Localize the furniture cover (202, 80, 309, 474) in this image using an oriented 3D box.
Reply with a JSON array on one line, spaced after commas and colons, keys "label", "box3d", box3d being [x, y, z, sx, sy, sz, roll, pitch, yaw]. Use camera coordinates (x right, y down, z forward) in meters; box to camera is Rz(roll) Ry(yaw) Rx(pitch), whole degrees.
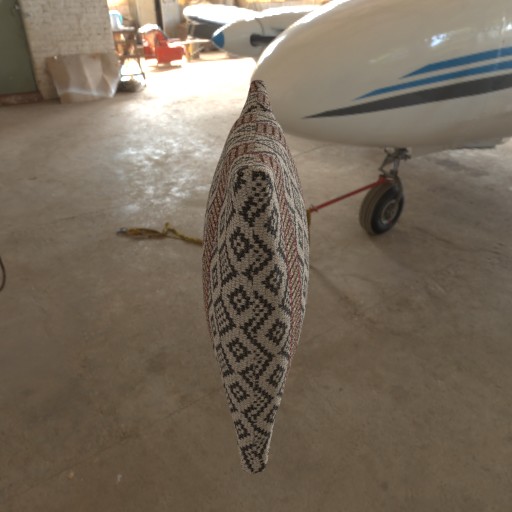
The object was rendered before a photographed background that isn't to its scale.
[{"label": "furniture cover", "box3d": [0.000, 0.000, 0.780, 0.182, 0.506, 0.503, 0, 32, 1]}]
